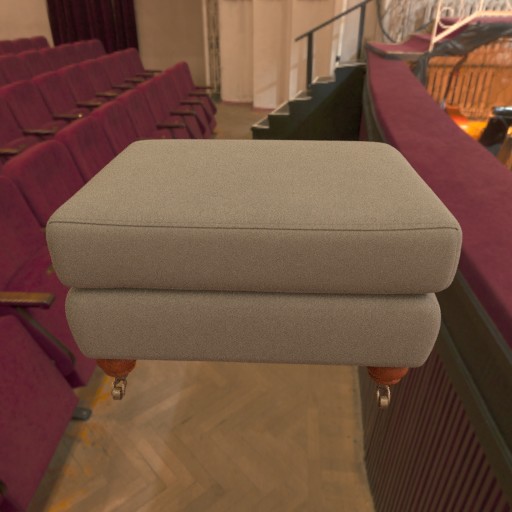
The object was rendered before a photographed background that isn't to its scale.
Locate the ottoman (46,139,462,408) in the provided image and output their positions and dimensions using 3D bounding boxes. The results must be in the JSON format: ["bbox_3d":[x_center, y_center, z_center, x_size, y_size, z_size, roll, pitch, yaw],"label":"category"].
[{"bbox_3d":[0.000,0.000,1.111,0.773,0.499,0.569,1,29,2],"label":"ottoman"}]
